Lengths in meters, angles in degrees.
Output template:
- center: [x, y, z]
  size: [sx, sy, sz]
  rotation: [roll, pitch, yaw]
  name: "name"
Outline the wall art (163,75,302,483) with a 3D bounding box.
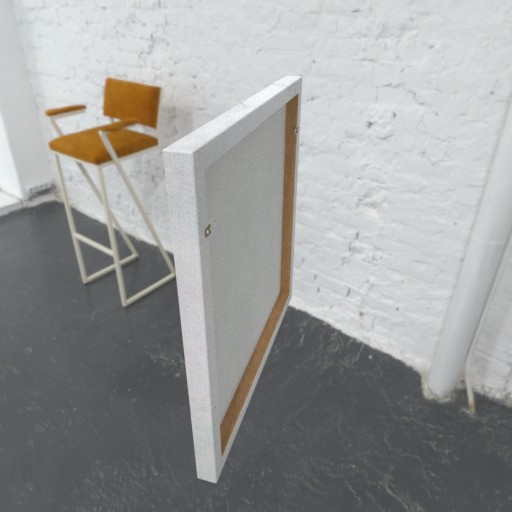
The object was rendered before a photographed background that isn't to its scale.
- center: [0.000, 0.000, 0.909]
  size: [0.040, 0.612, 0.612]
  rotation: [9, 31, 15]
  name: "wall art"
